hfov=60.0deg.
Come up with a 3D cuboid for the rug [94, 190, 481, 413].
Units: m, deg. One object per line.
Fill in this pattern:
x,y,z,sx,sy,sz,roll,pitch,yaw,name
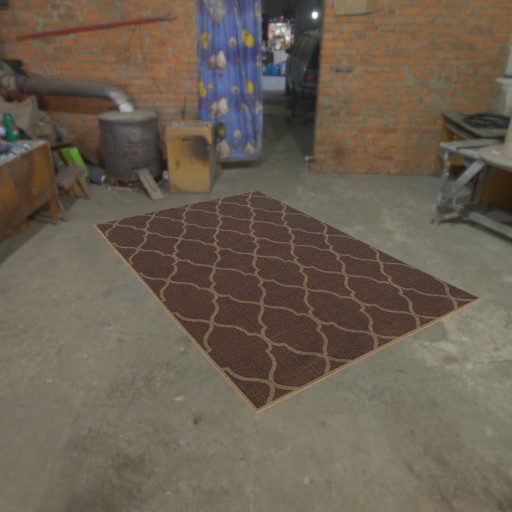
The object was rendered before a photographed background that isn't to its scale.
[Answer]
0.000,0.000,2.964,1.528,0.014,2.294,-17,31,-29,rug
